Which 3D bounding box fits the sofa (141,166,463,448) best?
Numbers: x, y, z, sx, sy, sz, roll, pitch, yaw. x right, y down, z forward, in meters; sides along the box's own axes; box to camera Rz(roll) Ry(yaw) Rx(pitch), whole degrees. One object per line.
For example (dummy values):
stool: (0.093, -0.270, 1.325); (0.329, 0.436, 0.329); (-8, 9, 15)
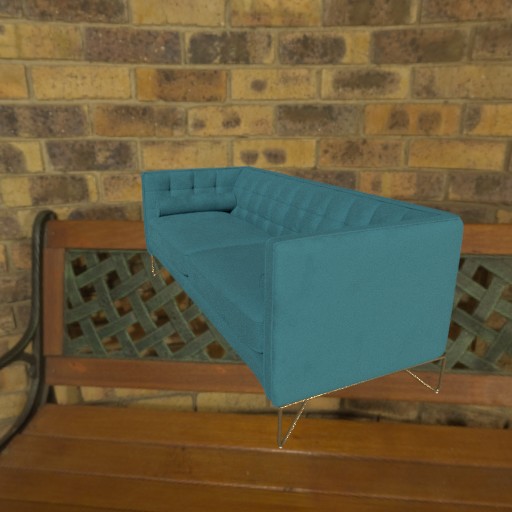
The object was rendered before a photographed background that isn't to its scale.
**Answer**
sofa: (0.000, 0.000, 2.524); (0.867, 0.789, 2.087); (-8, 19, -24)
